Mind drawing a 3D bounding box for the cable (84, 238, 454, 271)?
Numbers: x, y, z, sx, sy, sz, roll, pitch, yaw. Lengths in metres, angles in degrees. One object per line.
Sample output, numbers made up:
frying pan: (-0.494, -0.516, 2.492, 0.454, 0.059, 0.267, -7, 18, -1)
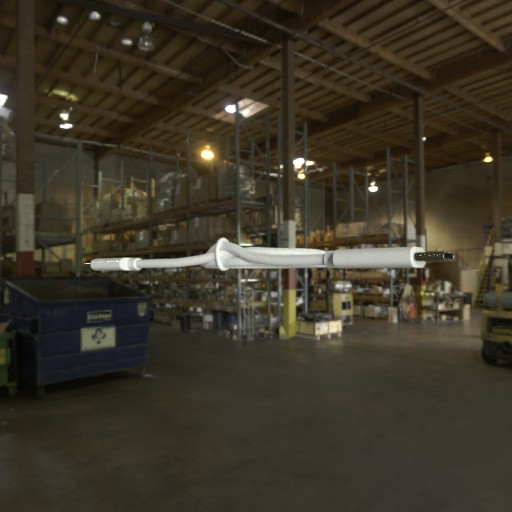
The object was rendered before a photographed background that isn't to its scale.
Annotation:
cable: (0.000, 0.000, 0.208, 0.186, 0.014, 0.070, -2, -3, 38)
